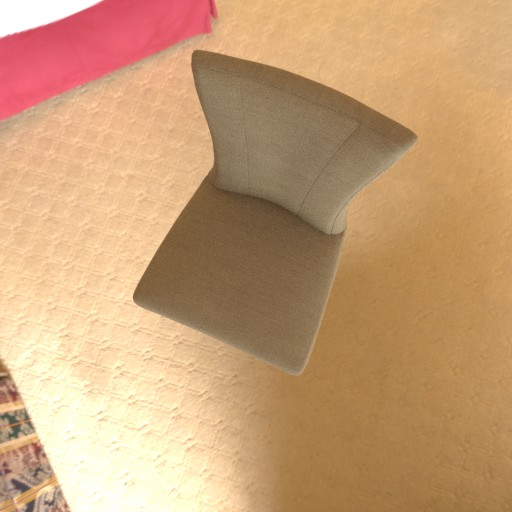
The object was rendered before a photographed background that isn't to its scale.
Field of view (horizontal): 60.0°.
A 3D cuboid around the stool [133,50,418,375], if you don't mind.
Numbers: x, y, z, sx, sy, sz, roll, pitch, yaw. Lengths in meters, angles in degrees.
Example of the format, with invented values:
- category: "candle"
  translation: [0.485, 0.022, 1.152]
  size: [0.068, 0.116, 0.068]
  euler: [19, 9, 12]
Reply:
- category: "stool"
  translation: [0.000, 0.000, 1.382]
  size: [0.514, 1.086, 0.574]
  euler: [23, 78, 5]
